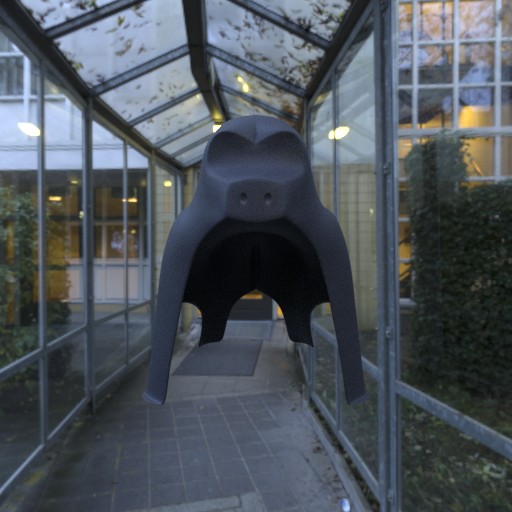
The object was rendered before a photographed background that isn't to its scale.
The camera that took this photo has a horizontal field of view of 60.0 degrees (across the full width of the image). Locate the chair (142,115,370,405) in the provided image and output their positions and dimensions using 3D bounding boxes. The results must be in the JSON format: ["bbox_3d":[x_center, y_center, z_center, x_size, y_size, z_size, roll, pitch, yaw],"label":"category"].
[{"bbox_3d":[0.000,0.000,1.156,0.490,0.600,0.758,0,0,0],"label":"chair"}]
